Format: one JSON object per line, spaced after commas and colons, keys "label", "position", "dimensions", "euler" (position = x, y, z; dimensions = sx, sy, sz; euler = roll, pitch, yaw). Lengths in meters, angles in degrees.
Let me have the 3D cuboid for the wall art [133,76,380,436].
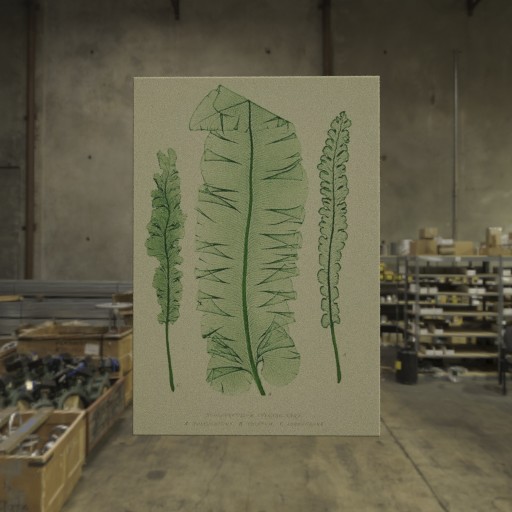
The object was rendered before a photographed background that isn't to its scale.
{"label": "wall art", "position": [0.000, 0.000, 0.770], "dimensions": [0.418, 0.608, 0.038], "euler": [0, 0, 1]}
